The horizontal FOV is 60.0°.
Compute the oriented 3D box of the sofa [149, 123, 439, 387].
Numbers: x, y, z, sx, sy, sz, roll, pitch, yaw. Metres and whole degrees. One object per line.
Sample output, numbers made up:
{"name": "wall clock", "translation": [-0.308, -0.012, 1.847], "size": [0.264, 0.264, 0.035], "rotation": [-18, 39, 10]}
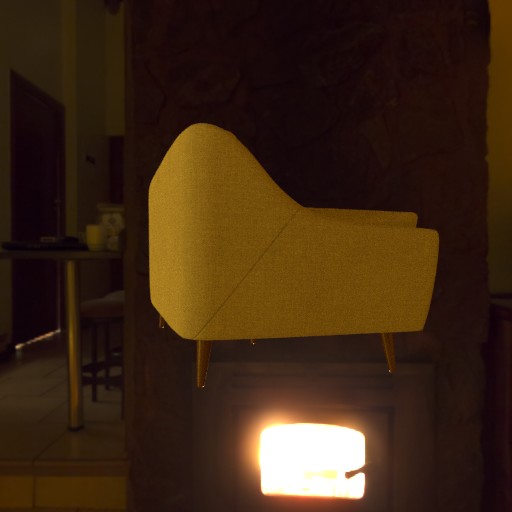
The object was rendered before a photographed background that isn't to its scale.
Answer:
{"name": "sofa", "translation": [0.000, 0.000, 2.243], "size": [0.965, 0.888, 1.652], "rotation": [0, 0, -18]}
